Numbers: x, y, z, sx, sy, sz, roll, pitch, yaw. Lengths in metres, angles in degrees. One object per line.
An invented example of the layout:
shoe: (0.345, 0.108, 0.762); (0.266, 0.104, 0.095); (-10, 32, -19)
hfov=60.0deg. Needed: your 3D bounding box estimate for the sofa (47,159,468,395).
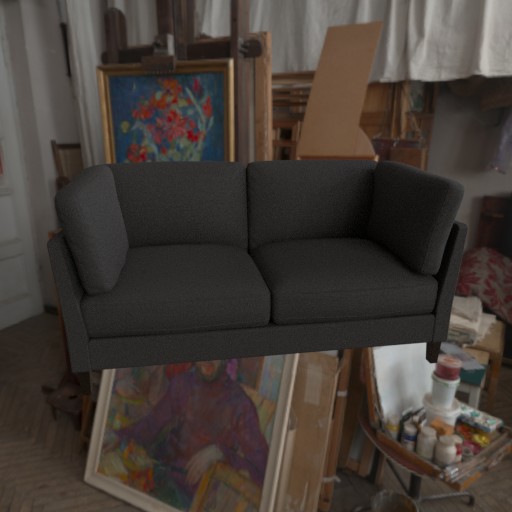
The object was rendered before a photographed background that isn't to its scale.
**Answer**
sofa: (0.000, 0.000, 2.287); (1.751, 0.920, 0.969); (-3, 17, -9)
